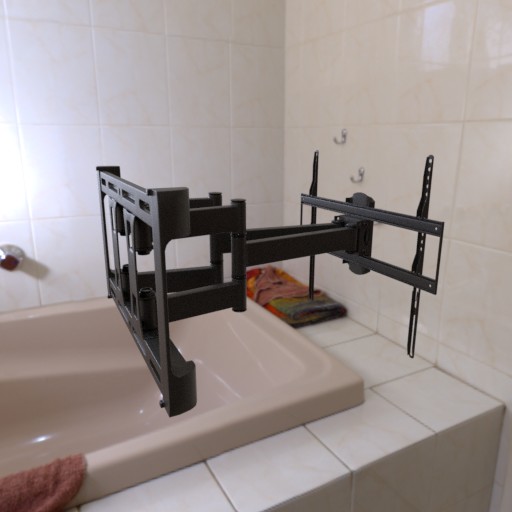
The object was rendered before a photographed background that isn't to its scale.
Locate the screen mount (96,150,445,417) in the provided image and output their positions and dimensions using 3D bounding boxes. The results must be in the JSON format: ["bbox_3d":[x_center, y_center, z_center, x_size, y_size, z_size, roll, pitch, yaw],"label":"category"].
[{"bbox_3d":[0.000,0.000,0.943,0.556,0.424,0.571,-7,17,-25],"label":"screen mount"}]
